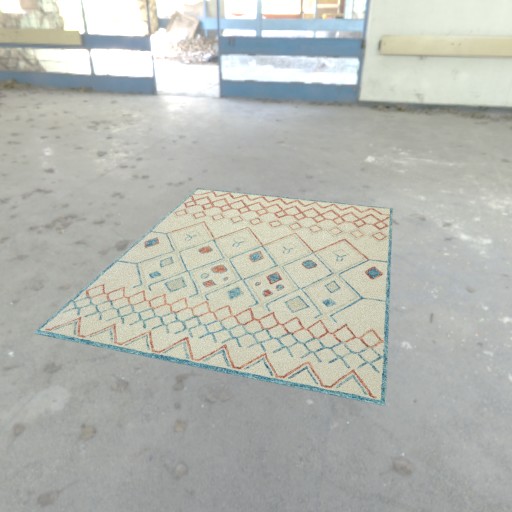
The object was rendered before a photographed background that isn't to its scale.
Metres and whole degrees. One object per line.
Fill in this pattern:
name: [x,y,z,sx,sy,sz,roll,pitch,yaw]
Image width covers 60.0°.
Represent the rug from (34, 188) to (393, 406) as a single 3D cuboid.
rug: [0.000,0.000,4.158,2.441,0.016,3.050,8,30,14]
